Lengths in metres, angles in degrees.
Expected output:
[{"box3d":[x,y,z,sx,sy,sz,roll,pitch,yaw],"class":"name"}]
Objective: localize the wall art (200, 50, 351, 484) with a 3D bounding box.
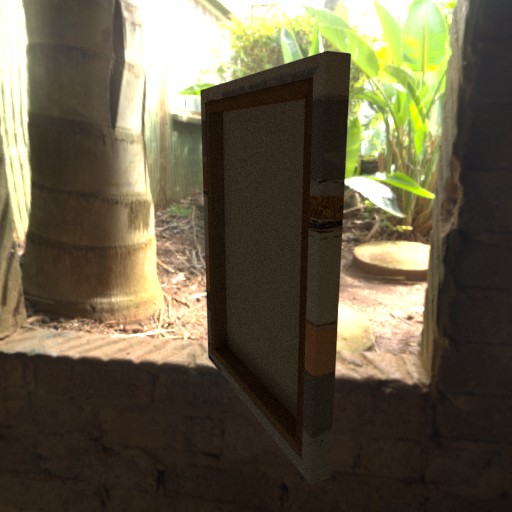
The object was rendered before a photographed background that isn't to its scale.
[{"box3d":[0.000,0.000,0.803,0.038,0.609,0.456,-7,16,-25],"class":"wall art"}]
